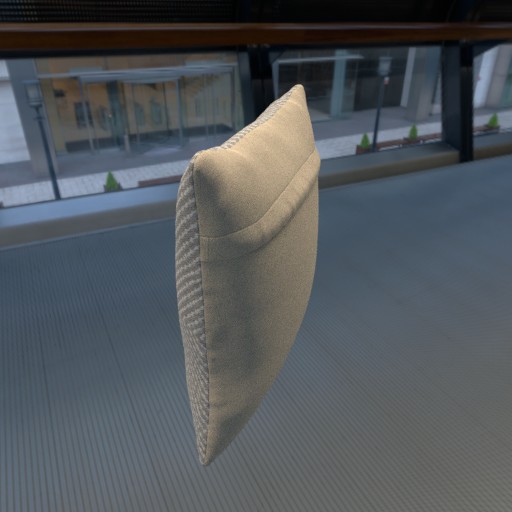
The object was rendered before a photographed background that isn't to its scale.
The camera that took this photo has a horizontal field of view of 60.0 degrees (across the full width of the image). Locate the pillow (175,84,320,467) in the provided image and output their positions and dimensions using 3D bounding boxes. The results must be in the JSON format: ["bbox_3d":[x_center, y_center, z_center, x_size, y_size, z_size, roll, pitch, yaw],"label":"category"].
[{"bbox_3d":[0.000,0.000,0.709,0.181,0.458,0.459,9,31,15],"label":"pillow"}]
